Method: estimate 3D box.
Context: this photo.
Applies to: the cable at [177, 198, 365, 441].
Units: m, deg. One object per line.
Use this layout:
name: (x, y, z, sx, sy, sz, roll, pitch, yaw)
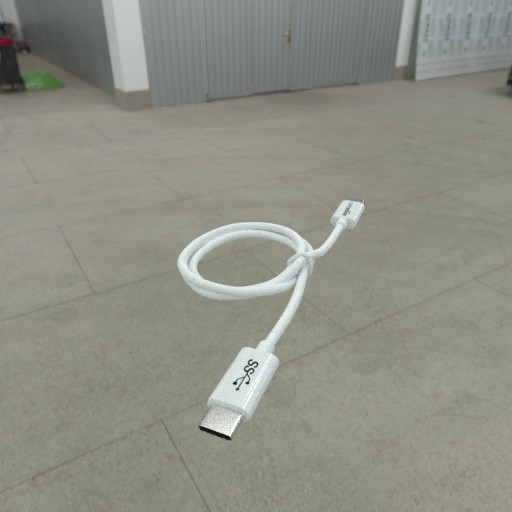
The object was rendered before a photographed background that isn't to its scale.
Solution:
cable: (0.000, 0.000, 0.208, 0.070, 0.014, 0.186, 12, 32, 20)
